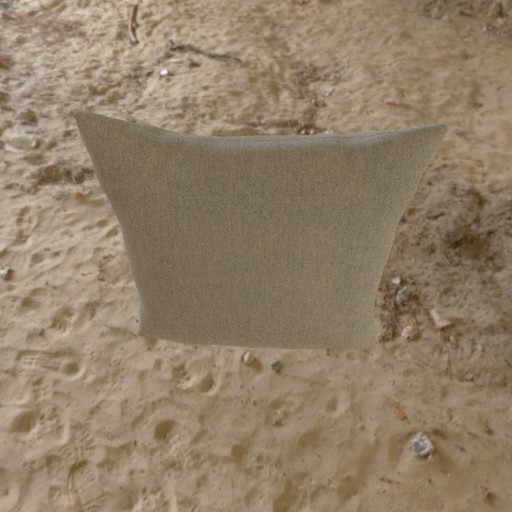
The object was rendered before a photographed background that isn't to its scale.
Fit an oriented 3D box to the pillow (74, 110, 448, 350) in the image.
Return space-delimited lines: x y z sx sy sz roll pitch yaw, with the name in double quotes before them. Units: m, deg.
"pillow" 0.000 0.000 0.659 0.433 0.436 0.173 3 46 3
